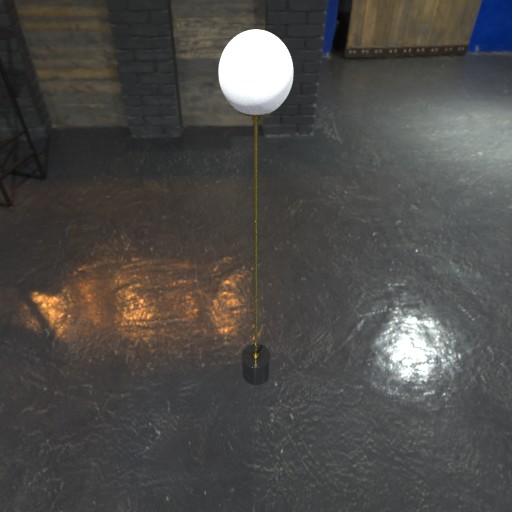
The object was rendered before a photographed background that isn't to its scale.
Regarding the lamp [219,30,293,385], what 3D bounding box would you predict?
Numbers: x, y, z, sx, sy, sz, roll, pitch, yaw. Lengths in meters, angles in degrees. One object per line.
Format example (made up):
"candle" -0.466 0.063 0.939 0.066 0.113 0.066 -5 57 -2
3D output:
"lamp" 0.000 0.000 1.863 0.229 1.748 0.229 0 42 0
